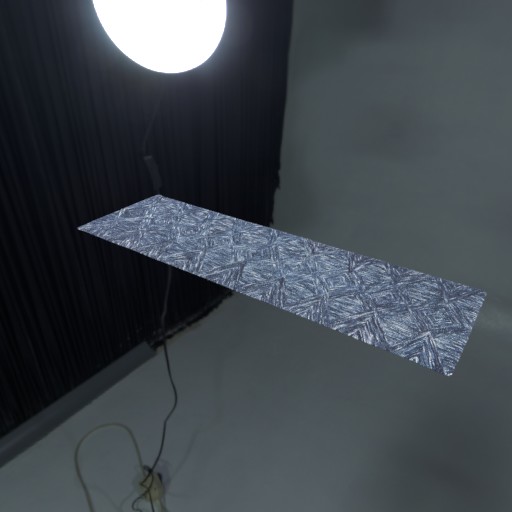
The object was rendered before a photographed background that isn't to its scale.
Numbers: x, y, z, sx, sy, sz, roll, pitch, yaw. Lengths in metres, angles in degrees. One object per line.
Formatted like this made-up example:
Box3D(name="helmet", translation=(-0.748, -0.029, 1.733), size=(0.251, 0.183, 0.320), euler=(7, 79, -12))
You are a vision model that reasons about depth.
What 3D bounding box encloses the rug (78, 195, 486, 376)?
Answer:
Box3D(name="rug", translation=(0.000, 0.000, 2.515), size=(2.306, 0.013, 0.719), euler=(19, 34, 30))
